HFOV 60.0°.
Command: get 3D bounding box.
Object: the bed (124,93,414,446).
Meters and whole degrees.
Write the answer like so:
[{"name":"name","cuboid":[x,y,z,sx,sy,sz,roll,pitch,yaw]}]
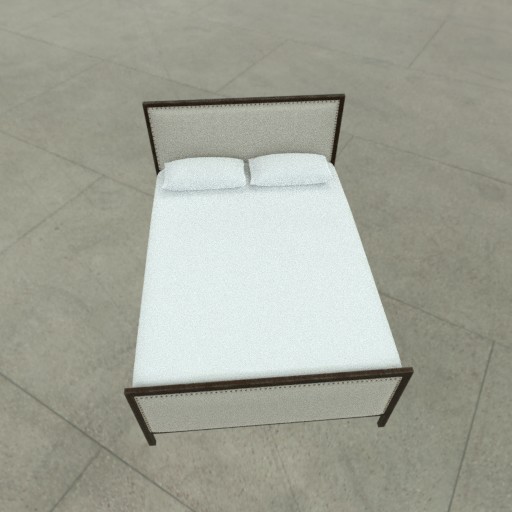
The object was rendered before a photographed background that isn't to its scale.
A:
[{"name":"bed","cuboid":[0.000,0.000,3.254,1.607,1.313,2.221,-3,48,-3]}]
